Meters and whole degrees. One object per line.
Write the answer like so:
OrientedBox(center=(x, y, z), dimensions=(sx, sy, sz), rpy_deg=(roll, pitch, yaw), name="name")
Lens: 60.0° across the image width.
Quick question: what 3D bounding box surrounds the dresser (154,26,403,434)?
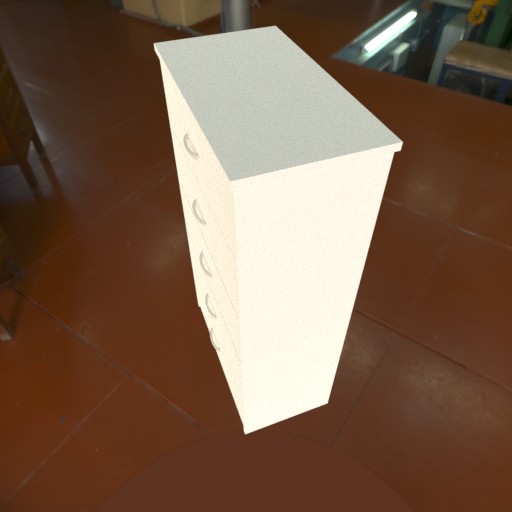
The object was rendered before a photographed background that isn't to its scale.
OrientedBox(center=(0.000, 0.000, 1.571), dimensions=(0.399, 1.255, 0.704), rpy_deg=(-15, 49, -14), name="dresser")
